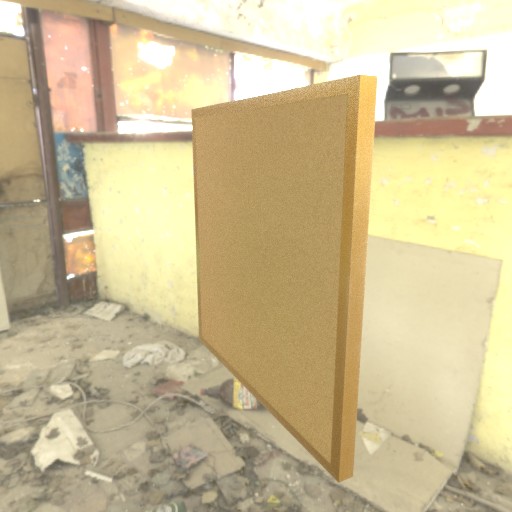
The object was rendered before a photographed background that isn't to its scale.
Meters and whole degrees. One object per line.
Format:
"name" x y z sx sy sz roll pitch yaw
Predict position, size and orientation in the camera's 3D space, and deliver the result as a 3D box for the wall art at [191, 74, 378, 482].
"wall art" 0.000 0.000 1.125 0.037 0.760 0.762 -7 16 -27
